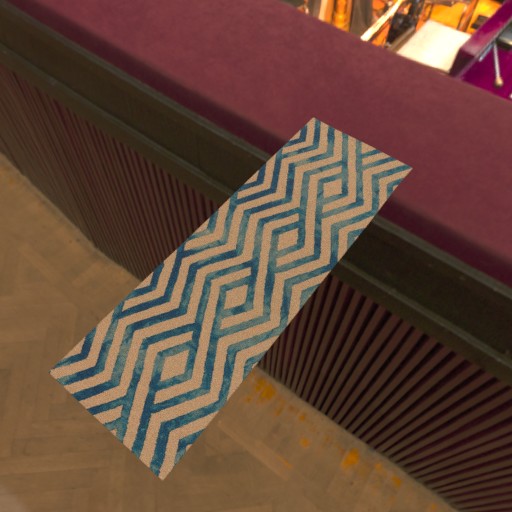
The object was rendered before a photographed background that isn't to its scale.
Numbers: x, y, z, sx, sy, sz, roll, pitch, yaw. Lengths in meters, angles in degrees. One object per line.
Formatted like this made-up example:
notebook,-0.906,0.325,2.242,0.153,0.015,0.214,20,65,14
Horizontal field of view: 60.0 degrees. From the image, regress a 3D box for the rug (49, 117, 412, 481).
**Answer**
rug,0.000,0.000,1.630,0.503,0.007,1.492,34,64,19
